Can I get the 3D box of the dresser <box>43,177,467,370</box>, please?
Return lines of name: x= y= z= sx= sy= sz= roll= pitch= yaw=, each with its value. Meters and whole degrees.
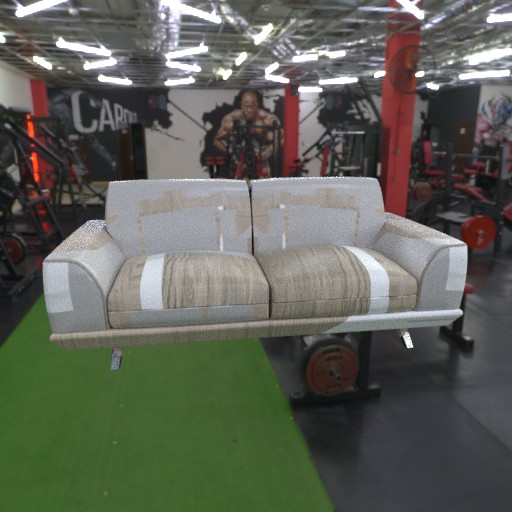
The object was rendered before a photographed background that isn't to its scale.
dresser: x=0.000 y=0.000 z=5.802 sx=4.679 sy=1.863 sz=2.251 roll=-2 pitch=16 yaw=-8
